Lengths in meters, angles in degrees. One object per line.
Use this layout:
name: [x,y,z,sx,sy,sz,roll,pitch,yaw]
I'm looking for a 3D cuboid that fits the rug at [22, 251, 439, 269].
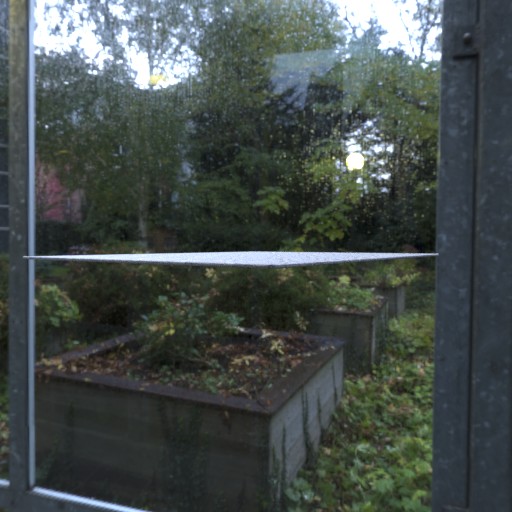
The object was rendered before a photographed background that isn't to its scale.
rug: [0.000,0.000,4.056,2.449,0.025,3.049,1,2,36]
